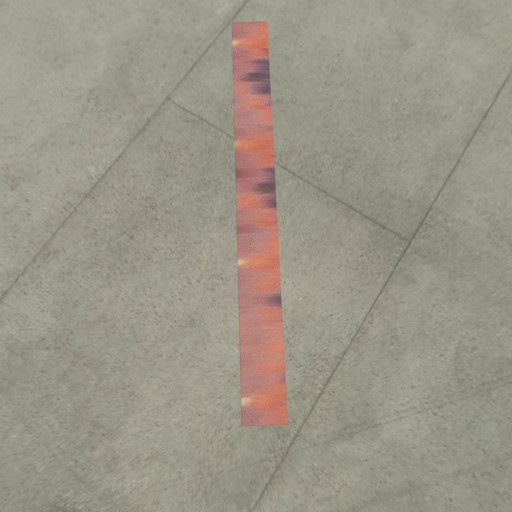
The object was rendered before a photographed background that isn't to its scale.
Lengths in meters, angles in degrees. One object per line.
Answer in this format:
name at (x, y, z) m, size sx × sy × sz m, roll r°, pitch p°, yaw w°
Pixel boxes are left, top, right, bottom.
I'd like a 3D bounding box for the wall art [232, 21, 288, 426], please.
wall art at (0.000, 0.000, 0.611) m, size 0.038 × 0.406 × 0.403 m, roll -2°, pitch 74°, yaw -1°
